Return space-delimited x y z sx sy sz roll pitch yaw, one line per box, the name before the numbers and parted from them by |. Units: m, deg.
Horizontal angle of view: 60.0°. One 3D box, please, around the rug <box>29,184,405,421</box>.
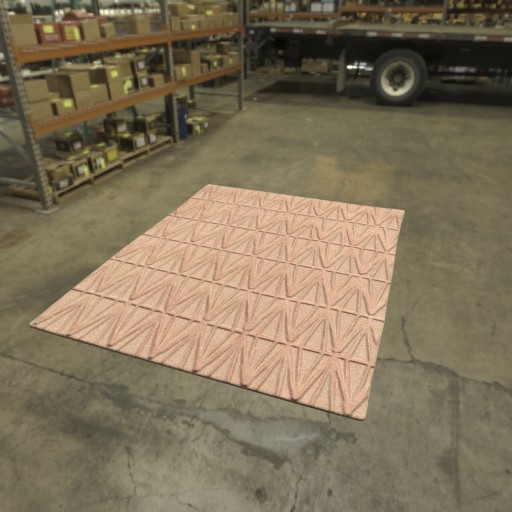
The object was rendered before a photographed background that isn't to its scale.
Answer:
rug | 0.000 0.000 4.110 2.453 0.043 3.052 11 32 17
